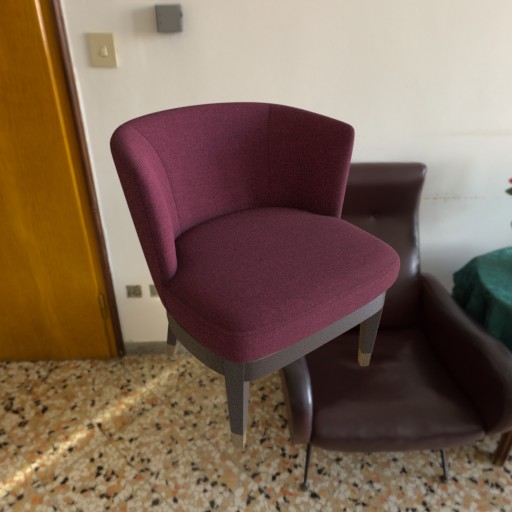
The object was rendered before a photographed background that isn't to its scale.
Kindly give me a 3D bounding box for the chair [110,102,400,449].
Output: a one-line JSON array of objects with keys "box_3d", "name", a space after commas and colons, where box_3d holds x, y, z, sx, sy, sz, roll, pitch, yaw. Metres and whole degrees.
[{"box_3d": [0.000, 0.000, 1.299, 0.700, 0.760, 0.660, -21, 35, -33], "name": "chair"}]
